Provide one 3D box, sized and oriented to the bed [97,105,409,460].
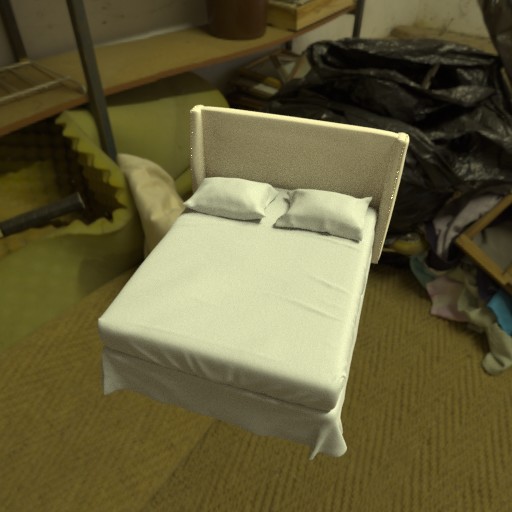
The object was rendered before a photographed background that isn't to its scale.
[{"bbox_3d":[0.000,0.000,3.470,1.925,1.332,2.276,12,43,13],"label":"bed"}]
